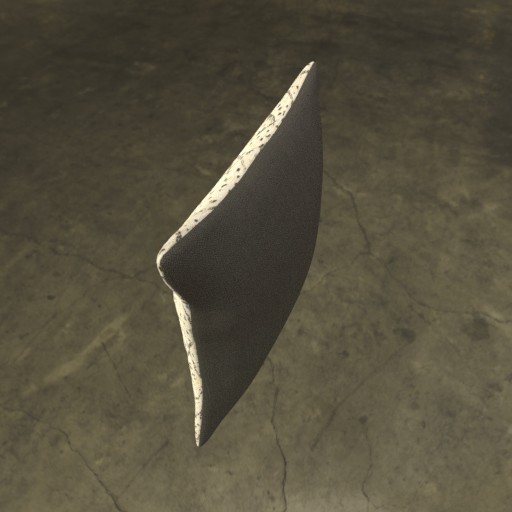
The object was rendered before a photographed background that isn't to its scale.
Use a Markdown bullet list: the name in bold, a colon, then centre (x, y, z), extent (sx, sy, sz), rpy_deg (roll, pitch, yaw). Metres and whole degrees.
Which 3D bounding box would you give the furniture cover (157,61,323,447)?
- **furniture cover**: centre (0.000, 0.000, 0.784), extent (0.180, 0.498, 0.525), rpy_deg (17, 49, 15)
